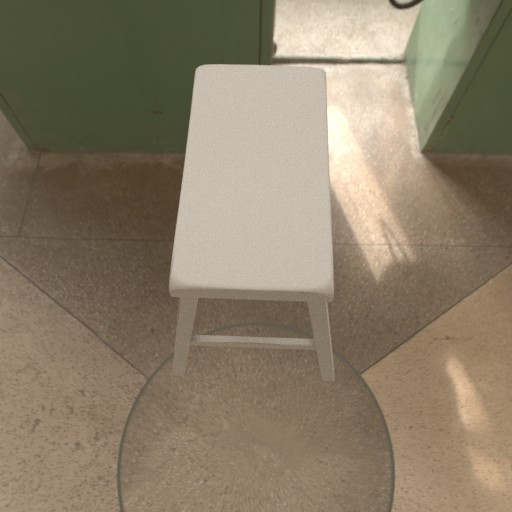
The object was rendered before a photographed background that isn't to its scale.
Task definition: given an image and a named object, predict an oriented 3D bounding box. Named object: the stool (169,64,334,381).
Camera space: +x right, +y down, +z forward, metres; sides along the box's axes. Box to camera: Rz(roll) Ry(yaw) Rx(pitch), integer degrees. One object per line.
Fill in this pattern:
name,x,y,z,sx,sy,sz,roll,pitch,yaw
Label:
stool,0.000,0.000,1.062,0.476,0.737,0.457,2,66,1
